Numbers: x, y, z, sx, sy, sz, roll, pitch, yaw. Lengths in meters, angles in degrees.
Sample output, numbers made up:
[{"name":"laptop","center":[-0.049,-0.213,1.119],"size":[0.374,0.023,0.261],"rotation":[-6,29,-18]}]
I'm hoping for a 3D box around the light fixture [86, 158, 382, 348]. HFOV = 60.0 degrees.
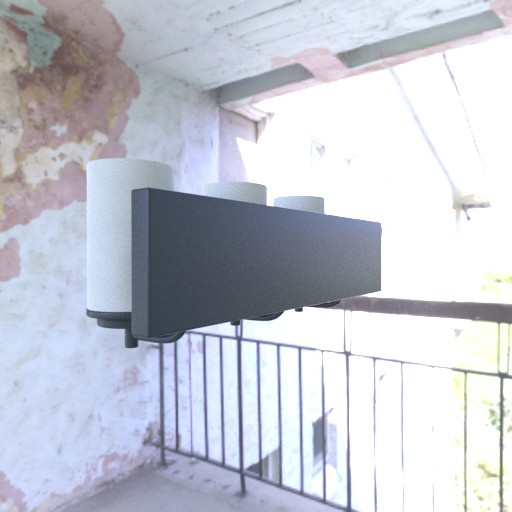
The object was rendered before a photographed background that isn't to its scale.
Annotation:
[{"name":"light fixture","center":[0.000,0.000,0.532],"size":[0.145,0.172,0.451],"rotation":[0,1,36]}]
